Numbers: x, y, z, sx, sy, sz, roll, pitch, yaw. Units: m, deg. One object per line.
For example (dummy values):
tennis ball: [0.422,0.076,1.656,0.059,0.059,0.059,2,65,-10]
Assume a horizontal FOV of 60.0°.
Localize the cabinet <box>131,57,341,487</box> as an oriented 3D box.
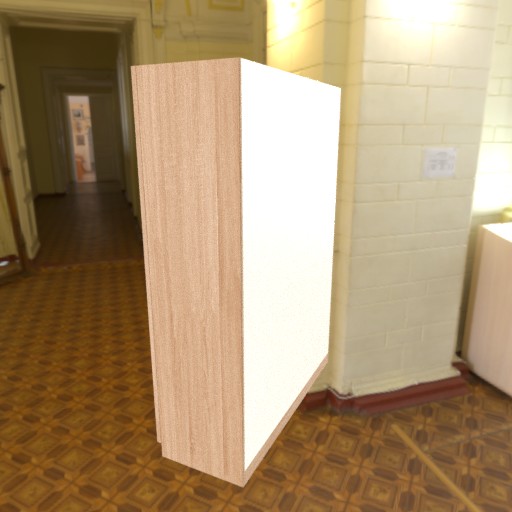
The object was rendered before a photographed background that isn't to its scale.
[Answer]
cabinet: [0.000,0.000,2.851,0.590,2.120,1.500,8,17,25]
